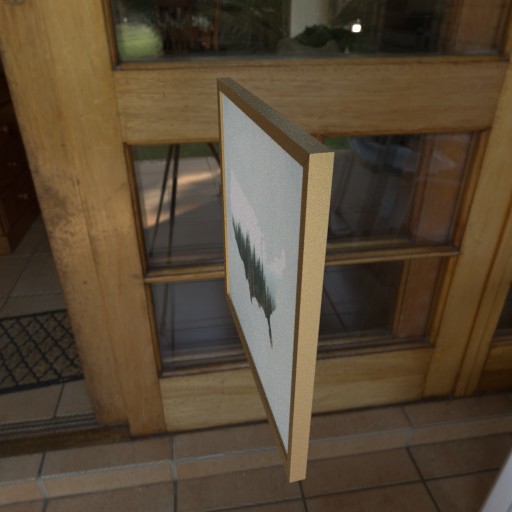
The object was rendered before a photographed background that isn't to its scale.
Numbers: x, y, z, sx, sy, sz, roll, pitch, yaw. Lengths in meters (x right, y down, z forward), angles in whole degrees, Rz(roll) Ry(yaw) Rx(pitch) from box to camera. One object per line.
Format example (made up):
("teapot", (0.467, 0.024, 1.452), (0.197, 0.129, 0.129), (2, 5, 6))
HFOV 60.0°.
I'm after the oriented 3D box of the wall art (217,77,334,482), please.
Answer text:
("wall art", (0.000, 0.000, 1.145), (0.038, 0.762, 0.762), (-7, 31, -12))
